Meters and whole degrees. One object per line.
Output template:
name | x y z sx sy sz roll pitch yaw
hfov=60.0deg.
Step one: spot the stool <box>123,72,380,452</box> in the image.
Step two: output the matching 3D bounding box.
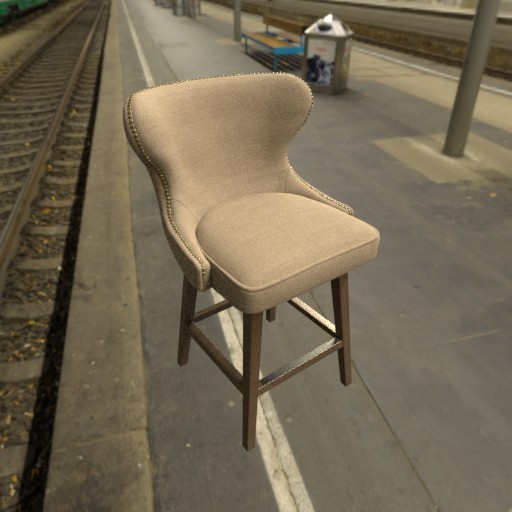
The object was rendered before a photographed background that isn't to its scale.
stool | 0.000 0.000 1.381 0.615 0.972 0.597 -21 38 -30
